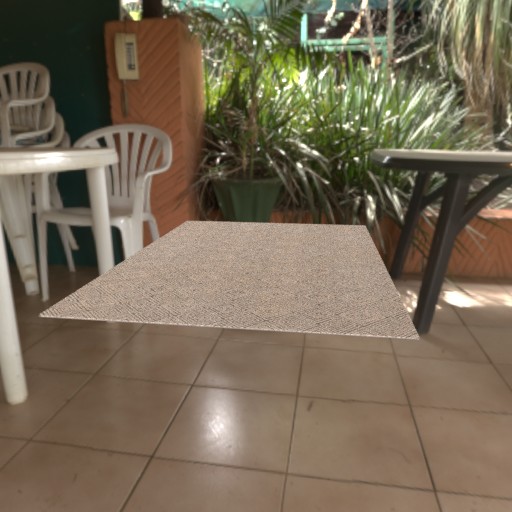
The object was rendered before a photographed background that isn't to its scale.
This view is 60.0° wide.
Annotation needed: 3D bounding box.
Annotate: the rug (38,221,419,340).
[{"bbox_3d":[0.000,0.000,2.881,1.593,0.008,2.238,2,15,8],"label":"rug"}]
